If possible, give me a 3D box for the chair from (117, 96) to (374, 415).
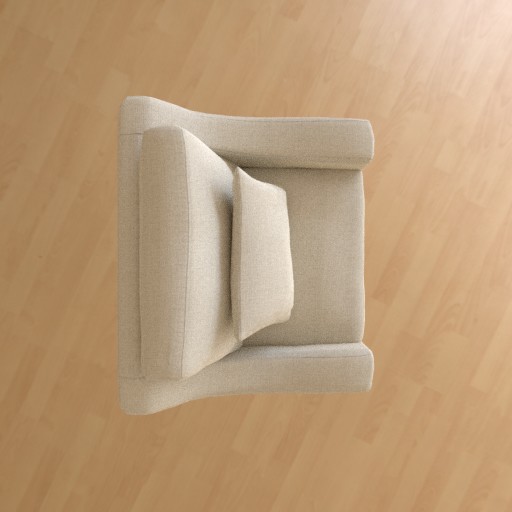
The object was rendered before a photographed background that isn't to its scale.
[{"bbox_3d":[0.000,0.000,1.954,1.009,1.016,1.178,0,90,1],"label":"chair"}]
